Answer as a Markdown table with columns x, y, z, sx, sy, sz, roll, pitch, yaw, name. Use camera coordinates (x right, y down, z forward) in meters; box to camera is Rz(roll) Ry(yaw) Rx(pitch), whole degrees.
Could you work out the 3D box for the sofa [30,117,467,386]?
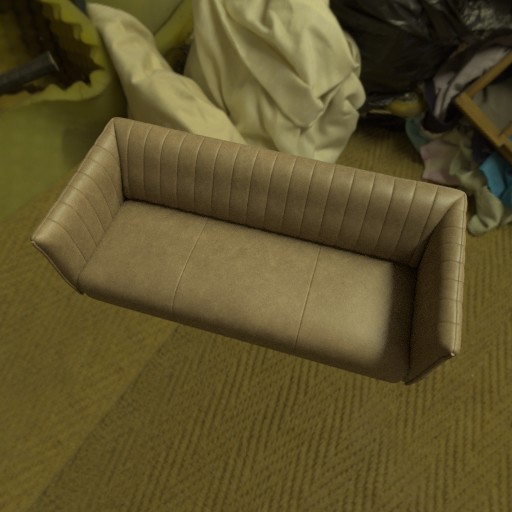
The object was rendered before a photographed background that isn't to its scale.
| x | y | z | sx | sy | sz | roll | pitch | yaw | name |
| --- | --- | --- | --- | --- | --- | --- | --- | --- | --- |
| 0.000 | 0.000 | 2.402 | 1.980 | 0.779 | 0.876 | 14 | 60 | 8 | sofa |
